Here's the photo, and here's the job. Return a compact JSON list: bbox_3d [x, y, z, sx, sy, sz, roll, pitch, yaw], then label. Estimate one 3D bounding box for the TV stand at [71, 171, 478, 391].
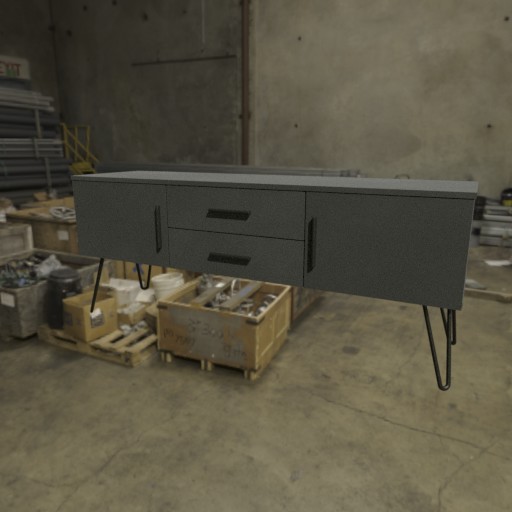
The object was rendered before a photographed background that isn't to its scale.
[{"bbox_3d":[0.000,0.000,1.623,1.400,0.560,0.400,7,16,26],"label":"TV stand"}]
